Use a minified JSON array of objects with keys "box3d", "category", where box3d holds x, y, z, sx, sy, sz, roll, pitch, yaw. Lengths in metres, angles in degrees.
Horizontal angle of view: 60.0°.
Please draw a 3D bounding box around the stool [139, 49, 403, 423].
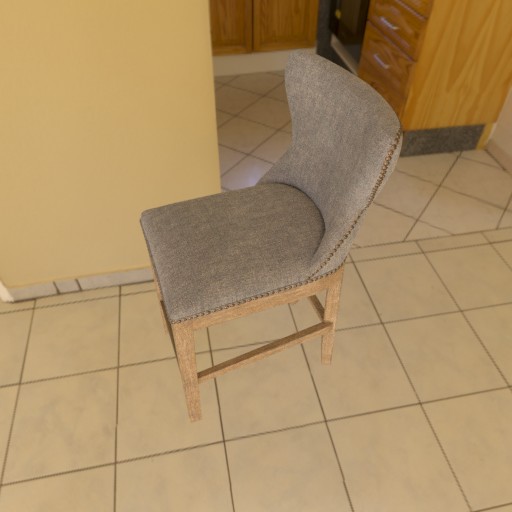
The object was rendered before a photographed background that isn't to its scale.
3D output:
[{"box3d":[0.000,0.000,1.316,0.608,0.981,0.498,-15,47,-14],"category":"stool"}]
